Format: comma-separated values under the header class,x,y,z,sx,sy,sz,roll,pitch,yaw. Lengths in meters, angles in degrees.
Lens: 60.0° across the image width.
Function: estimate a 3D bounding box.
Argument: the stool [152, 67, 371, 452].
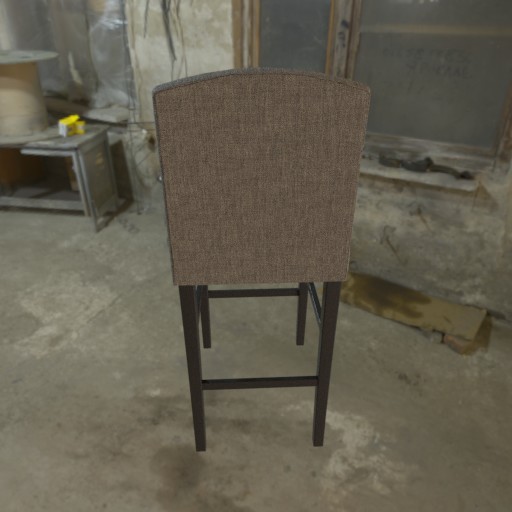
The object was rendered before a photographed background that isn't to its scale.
class,x,y,z,sx,sy,sz,roll,pitch,yaw
stool,0.000,0.000,1.374,0.451,1.138,0.552,-1,30,-2
